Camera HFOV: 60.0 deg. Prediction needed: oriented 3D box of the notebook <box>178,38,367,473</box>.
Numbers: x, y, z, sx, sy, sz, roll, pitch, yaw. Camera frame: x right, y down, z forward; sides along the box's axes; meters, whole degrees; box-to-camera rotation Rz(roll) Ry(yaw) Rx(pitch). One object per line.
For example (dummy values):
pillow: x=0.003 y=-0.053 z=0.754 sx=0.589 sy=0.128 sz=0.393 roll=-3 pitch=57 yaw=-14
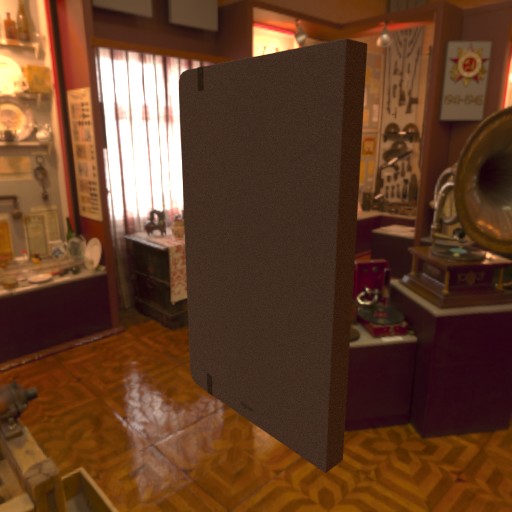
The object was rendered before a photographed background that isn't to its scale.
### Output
notebook: x=0.000 y=0.000 z=0.259 sx=0.016 sy=0.213 sz=0.127 roll=-13 pitch=20 yaw=-41
